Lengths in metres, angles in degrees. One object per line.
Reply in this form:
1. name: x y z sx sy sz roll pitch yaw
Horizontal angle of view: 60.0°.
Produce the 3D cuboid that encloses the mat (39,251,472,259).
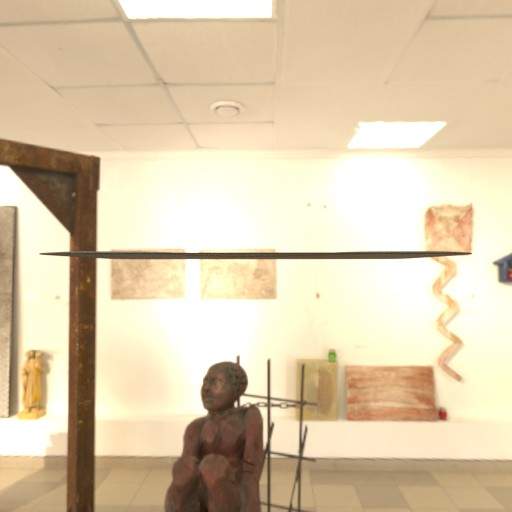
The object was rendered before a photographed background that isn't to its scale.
1. mat: 0.000 0.000 1.911 1.524 0.013 0.918 0 -2 1
